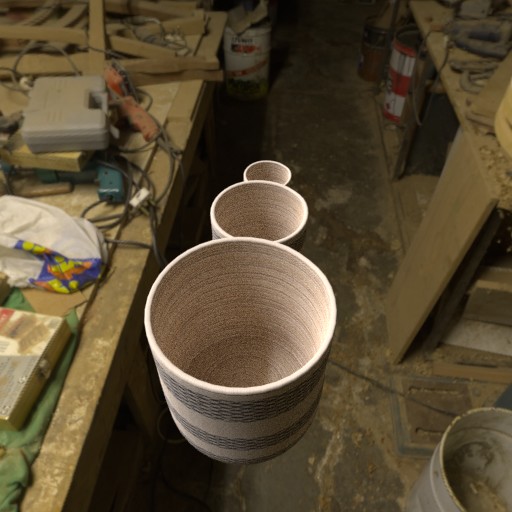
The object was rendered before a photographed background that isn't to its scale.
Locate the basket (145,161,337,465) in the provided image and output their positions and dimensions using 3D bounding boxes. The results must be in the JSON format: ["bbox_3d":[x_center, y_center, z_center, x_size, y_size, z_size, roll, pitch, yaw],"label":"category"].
[{"bbox_3d":[0.000,0.000,1.122,0.351,0.356,0.917,4,47,4],"label":"basket"}]
